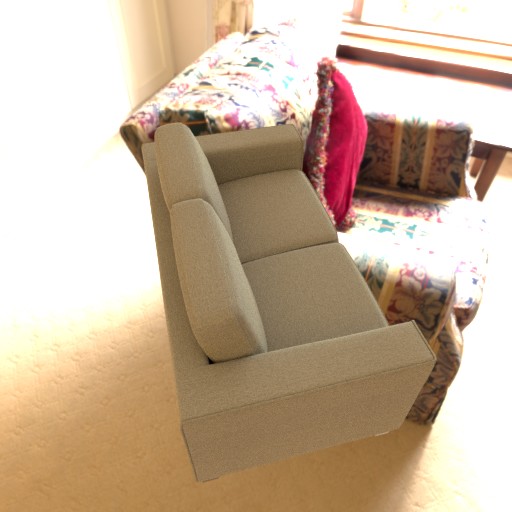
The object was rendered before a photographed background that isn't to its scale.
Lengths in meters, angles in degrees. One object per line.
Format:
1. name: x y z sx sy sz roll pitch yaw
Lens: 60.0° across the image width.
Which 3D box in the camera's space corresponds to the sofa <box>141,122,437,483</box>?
1. sofa: 0.000 0.000 2.351 1.007 0.924 1.812 -10 47 -10
